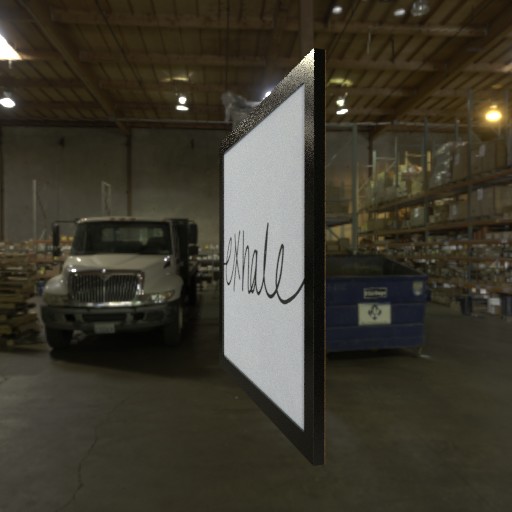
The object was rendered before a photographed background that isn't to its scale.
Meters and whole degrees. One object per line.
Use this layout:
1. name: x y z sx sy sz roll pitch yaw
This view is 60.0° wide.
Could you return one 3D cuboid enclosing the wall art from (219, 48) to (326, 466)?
1. wall art: 0.000 0.000 0.685 0.014 0.445 0.446 0 1 -18
